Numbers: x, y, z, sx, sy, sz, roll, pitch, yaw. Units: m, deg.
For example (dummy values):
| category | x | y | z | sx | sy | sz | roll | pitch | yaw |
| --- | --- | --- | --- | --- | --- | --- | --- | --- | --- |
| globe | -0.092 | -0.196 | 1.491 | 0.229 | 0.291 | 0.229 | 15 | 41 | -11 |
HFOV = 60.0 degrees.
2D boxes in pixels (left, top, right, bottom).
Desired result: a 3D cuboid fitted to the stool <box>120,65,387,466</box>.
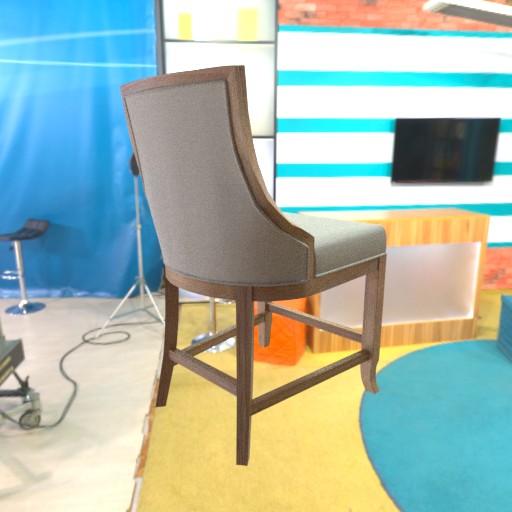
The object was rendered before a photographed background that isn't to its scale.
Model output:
| category | x | y | z | sx | sy | sz | roll | pitch | yaw |
| --- | --- | --- | --- | --- | --- | --- | --- | --- | --- |
| stool | 0.000 | 0.000 | 1.305 | 0.524 | 0.938 | 0.626 | 13 | 19 | 43 |
